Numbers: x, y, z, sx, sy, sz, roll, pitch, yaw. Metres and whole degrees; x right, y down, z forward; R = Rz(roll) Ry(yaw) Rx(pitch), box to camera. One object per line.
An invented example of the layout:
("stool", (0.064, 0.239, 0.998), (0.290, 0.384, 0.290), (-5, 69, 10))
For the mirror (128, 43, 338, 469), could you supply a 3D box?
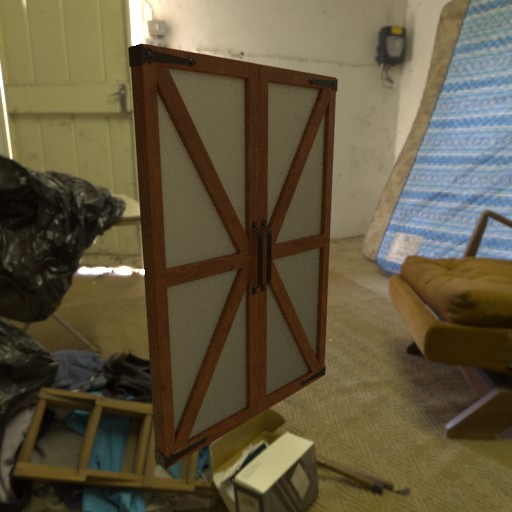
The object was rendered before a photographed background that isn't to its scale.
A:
("mirror", (0.000, 0.000, 0.946), (0.517, 0.761, 0.053), (-14, 20, -43))
